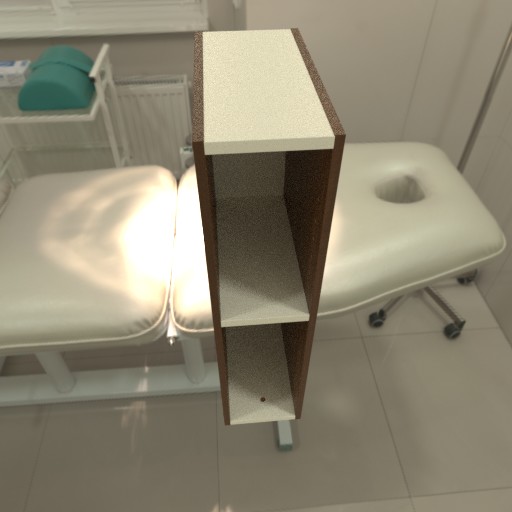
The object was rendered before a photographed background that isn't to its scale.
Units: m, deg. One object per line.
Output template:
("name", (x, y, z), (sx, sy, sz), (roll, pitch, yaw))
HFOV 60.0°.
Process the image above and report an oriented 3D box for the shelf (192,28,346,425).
("shelf", (0.000, 0.000, 0.725), (0.147, 0.600, 0.290), (-4, 45, -4))
